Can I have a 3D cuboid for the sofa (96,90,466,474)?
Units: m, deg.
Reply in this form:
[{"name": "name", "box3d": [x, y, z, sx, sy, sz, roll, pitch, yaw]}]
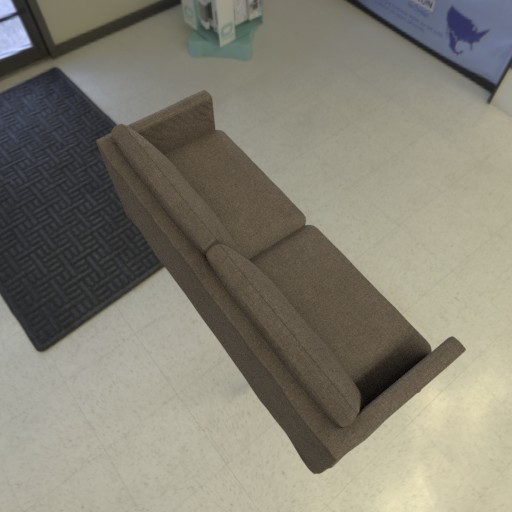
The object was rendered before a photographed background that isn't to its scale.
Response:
[{"name": "sofa", "box3d": [0.000, 0.000, 3.217, 1.036, 0.998, 2.779, -32, 64, -18]}]
